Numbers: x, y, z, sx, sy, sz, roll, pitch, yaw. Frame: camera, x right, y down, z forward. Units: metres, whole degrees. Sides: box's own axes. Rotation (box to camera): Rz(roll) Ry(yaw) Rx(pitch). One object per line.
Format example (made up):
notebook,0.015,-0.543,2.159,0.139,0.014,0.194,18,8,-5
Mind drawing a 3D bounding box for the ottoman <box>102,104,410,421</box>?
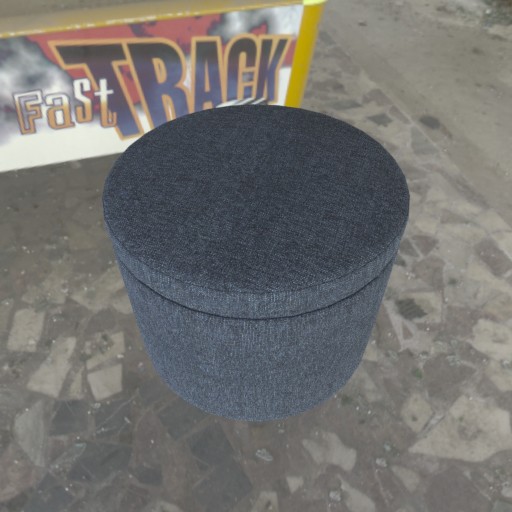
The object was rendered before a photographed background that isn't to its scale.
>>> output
ottoman,0.000,0.000,0.866,0.500,0.419,0.500,0,46,0
